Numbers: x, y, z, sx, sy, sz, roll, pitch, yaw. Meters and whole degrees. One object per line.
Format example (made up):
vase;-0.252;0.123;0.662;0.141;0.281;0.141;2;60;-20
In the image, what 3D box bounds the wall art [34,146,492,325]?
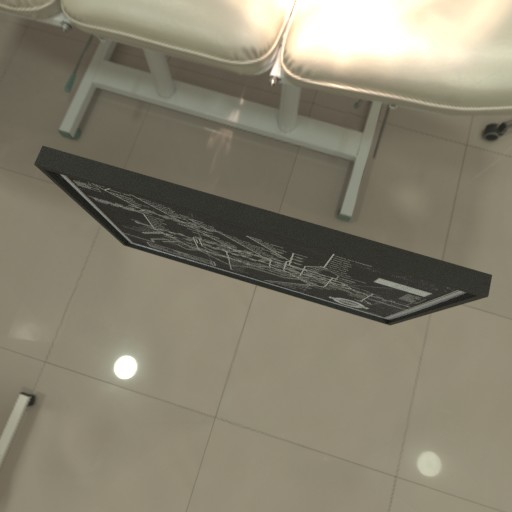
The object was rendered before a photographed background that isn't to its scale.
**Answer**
wall art;0.000;0.000;0.562;0.443;0.301;0.021;16;77;4
